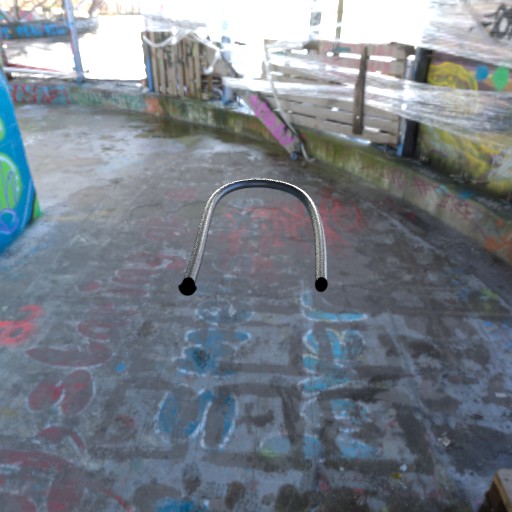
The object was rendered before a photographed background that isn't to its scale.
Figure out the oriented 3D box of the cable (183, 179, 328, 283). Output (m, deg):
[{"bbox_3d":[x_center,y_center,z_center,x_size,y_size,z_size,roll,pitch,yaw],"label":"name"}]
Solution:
[{"bbox_3d":[0.000,0.000,0.111,0.040,0.006,0.098,2,31,3],"label":"cable"}]
